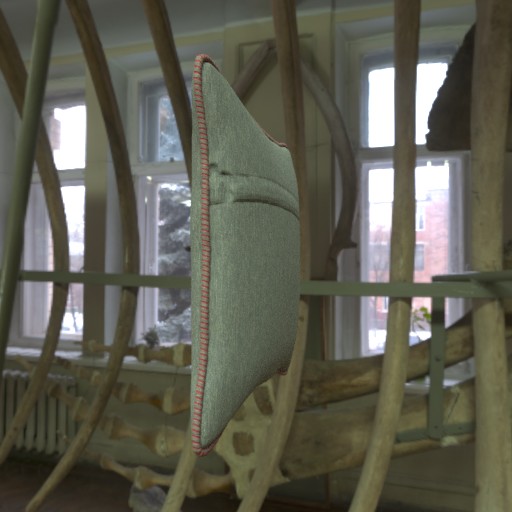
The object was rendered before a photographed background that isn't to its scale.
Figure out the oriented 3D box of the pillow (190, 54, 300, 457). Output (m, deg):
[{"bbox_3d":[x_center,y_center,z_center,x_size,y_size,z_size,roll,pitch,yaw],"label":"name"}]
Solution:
[{"bbox_3d":[0.000,0.000,0.744,0.124,0.491,0.482,0,-2,17],"label":"pillow"}]
